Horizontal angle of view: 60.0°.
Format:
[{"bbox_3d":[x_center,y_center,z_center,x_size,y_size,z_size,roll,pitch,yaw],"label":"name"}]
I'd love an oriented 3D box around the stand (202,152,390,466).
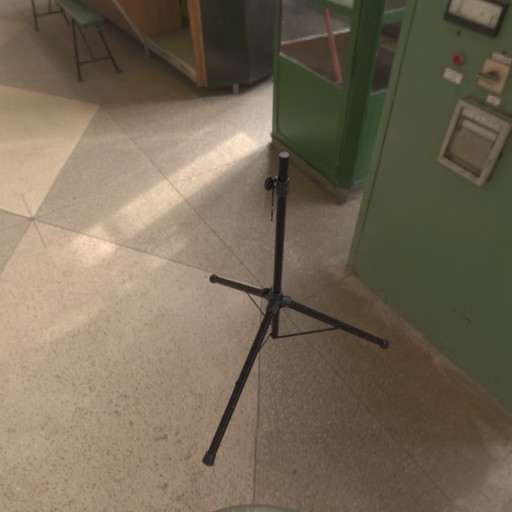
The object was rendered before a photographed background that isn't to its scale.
[{"bbox_3d":[0.000,0.000,1.854,1.045,1.136,0.907,-24,50,-22],"label":"stand"}]
